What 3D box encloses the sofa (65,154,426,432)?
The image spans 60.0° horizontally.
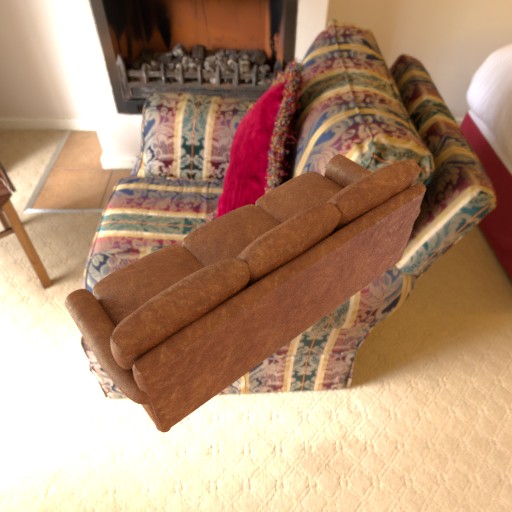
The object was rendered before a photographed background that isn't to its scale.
[{"bbox_3d":[0.000,0.000,2.970,2.351,0.977,0.973,-31,54,-25],"label":"sofa"}]
